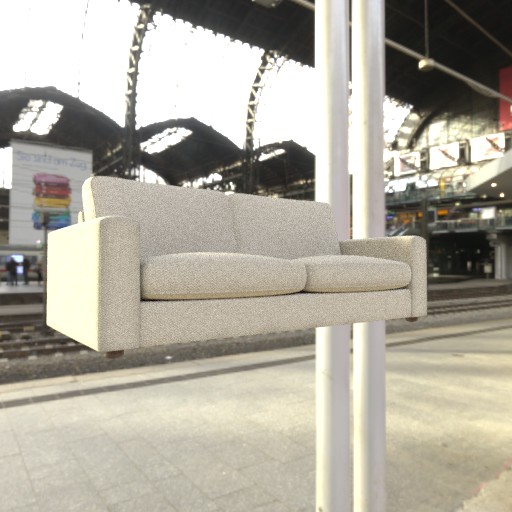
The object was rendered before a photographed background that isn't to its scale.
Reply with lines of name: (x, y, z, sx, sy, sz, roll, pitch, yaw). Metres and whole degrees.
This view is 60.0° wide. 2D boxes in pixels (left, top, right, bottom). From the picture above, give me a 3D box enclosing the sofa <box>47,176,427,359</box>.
sofa: (0.000, 0.000, 2.725, 2.179, 0.873, 1.016, 1, -2, -36)
